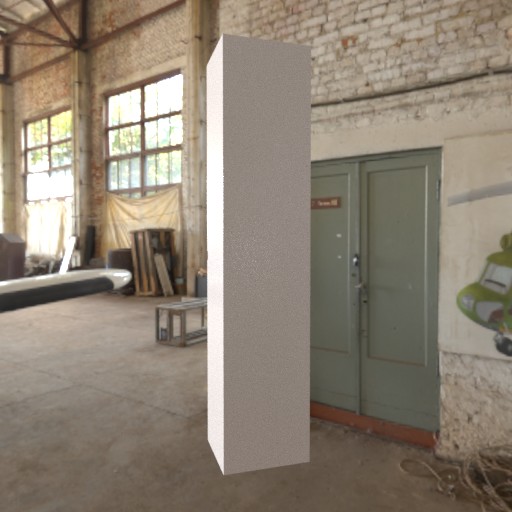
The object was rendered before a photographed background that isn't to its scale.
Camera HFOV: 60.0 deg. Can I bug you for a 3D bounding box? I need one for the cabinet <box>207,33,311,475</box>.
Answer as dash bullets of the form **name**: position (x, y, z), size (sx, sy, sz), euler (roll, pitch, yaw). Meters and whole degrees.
- **cabinet**: position (0.000, 0.000, 1.577), size (0.300, 1.400, 0.269), euler (-1, 2, -17)
